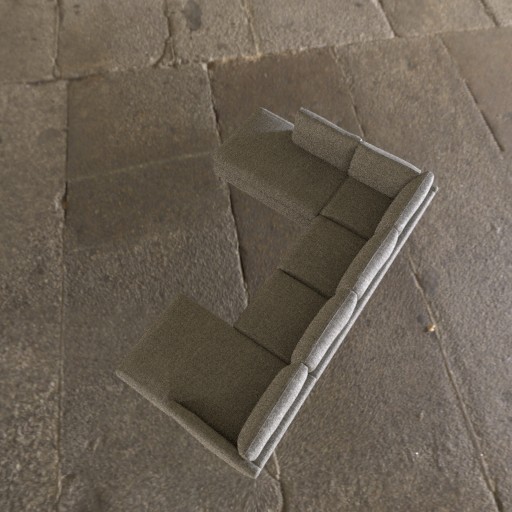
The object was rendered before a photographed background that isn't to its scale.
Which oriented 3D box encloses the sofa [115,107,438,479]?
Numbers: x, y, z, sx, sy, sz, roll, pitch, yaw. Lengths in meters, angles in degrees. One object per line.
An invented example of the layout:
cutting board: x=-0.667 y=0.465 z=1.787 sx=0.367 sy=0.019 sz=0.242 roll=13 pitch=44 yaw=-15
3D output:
sofa: x=0.000 y=0.000 z=3.623 sx=1.879 sy=0.756 sz=2.737 roll=32 pitch=68 yaw=15
